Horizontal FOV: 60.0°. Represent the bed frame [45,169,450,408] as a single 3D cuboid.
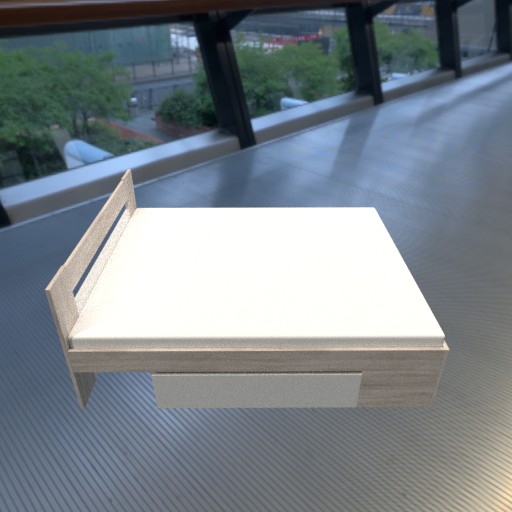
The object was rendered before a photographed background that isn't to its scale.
[{"bbox_3d":[0.000,0.000,3.240,2.050,0.860,2.040,0,31,0],"label":"bed frame"}]
